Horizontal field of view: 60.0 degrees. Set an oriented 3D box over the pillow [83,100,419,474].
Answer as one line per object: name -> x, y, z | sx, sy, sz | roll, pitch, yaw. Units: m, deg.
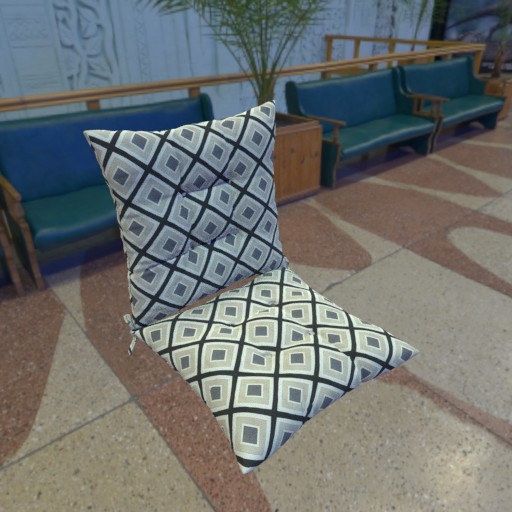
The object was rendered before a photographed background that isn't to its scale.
pillow -> 0.000, 0.000, 0.983 | 0.541, 0.536, 0.585 | -21, 36, -32
